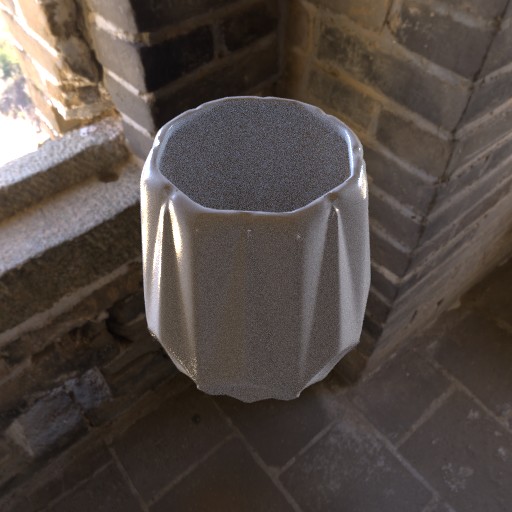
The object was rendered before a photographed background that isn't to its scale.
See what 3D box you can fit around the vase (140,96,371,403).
[{"bbox_3d":[0.000,0.000,0.263,0.141,0.152,0.141,0,48,0],"label":"vase"}]
